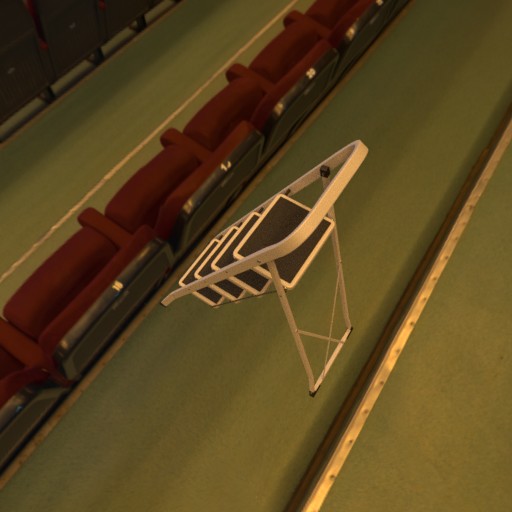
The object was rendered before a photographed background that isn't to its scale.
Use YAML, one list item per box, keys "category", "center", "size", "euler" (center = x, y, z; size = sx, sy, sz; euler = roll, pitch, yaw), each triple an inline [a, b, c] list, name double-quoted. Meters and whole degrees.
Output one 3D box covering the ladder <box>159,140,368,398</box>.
- category: "ladder"
  center: [0.000, 0.000, 1.738]
  size: [0.914, 1.265, 0.460]
  euler: [30, 66, 15]
